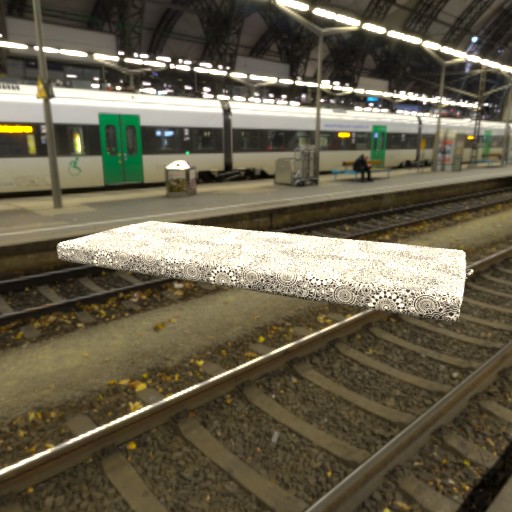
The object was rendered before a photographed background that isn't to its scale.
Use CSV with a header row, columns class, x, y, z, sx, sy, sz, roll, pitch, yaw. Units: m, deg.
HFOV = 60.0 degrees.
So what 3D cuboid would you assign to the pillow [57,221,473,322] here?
class,x,y,z,sx,sy,sz,roll,pitch,yaw
pillow,0.000,0.000,1.340,1.187,0.081,0.492,7,16,25
